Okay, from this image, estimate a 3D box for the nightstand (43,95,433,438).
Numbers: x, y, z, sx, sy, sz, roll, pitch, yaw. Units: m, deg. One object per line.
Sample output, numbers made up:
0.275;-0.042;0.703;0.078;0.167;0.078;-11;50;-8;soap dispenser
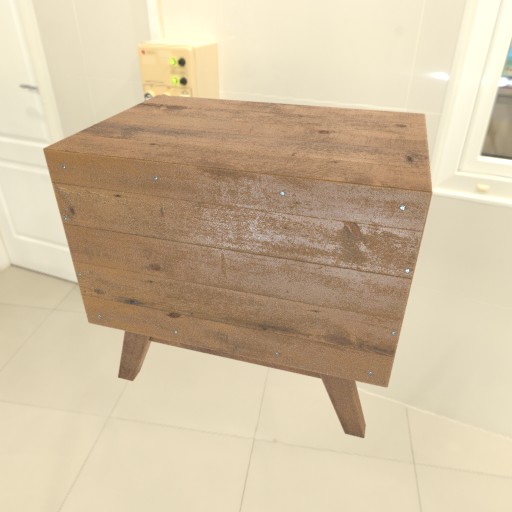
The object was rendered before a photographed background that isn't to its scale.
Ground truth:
0.000;0.000;1.040;0.650;0.599;0.450;9;33;14;nightstand
